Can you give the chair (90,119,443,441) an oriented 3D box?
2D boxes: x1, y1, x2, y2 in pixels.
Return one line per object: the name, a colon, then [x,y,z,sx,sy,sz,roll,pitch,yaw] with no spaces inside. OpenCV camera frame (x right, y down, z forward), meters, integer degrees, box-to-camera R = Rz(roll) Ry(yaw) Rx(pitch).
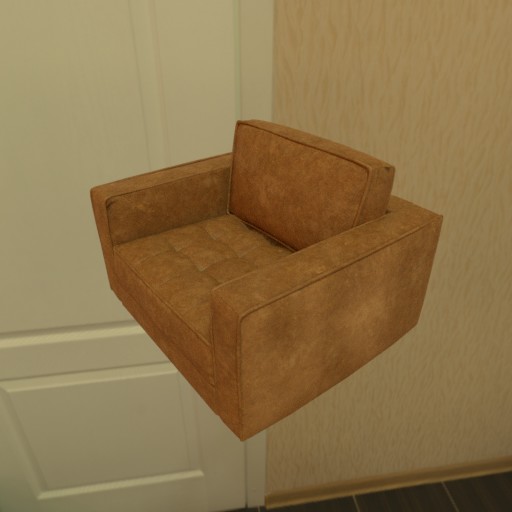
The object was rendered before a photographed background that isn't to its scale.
chair: [0.000,0.000,1.540,0.798,0.767,0.928,-22,38,-32]
